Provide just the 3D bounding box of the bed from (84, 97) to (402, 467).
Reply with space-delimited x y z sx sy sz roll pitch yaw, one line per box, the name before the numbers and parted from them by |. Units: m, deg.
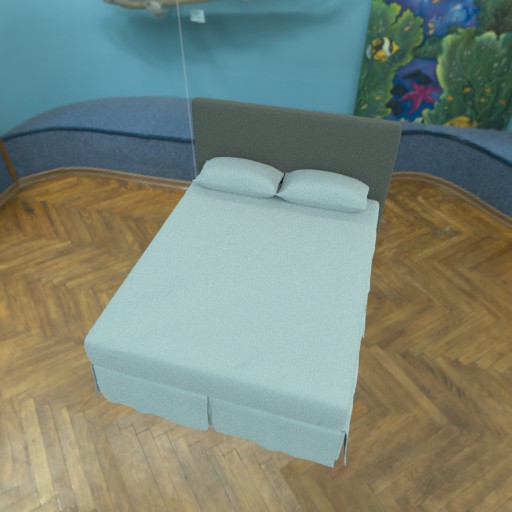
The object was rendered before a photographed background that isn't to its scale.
bed | 0.000 0.000 3.204 1.748 1.330 2.142 11 44 12
